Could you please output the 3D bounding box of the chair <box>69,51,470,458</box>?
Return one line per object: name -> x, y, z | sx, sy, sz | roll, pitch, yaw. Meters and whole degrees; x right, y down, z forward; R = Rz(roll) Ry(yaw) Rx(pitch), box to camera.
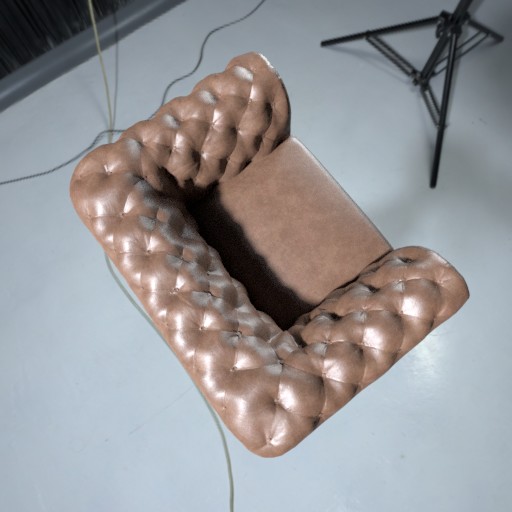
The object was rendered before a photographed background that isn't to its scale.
chair -> 0.000, 0.000, 1.878 | 0.954, 0.784, 1.298 | -36, 78, -9
